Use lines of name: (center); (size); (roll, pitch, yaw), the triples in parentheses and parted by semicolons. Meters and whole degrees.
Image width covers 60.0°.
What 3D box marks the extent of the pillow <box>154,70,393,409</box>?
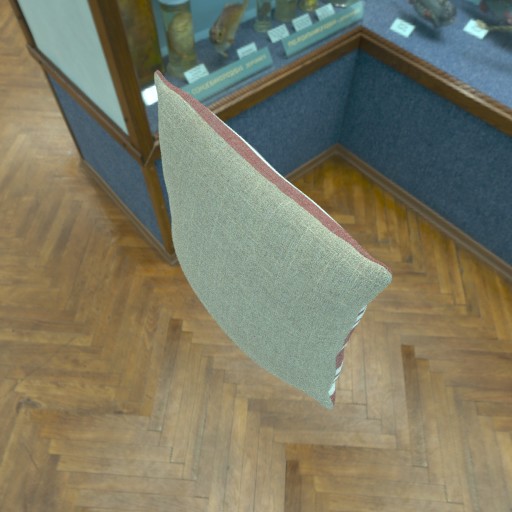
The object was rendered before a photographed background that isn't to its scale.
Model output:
pillow: (0.000, 0.000, 0.685); (0.182, 0.427, 0.439); (-34, 63, -20)
